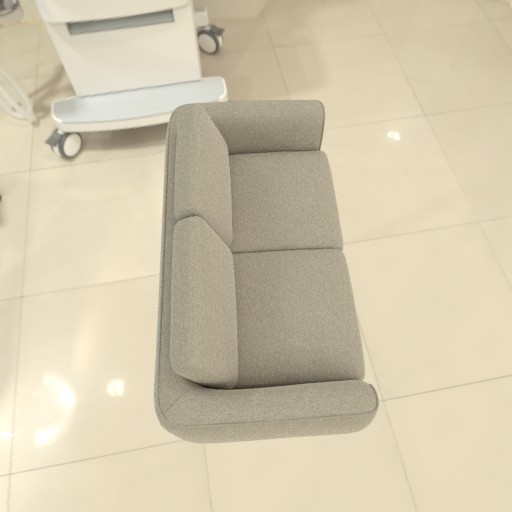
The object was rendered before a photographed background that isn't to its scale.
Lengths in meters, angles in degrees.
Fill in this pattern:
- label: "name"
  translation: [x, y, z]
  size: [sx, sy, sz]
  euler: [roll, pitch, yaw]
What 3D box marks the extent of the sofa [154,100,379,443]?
- label: "sofa"
  translation: [0.000, 0.000, 2.218]
  size: [0.920, 0.850, 1.700]
  euler: [-3, 62, -2]
